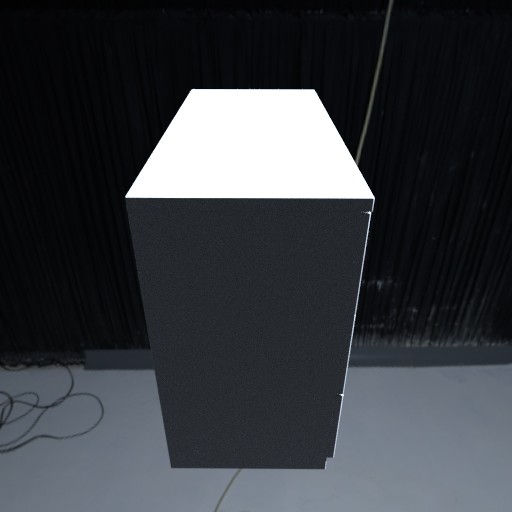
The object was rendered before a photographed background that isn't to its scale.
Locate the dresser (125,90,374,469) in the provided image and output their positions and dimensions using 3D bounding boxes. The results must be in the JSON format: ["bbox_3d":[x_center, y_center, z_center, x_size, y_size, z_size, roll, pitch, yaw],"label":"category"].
[{"bbox_3d":[0.000,0.000,1.266,0.420,0.740,0.830,0,32,0],"label":"dresser"}]
